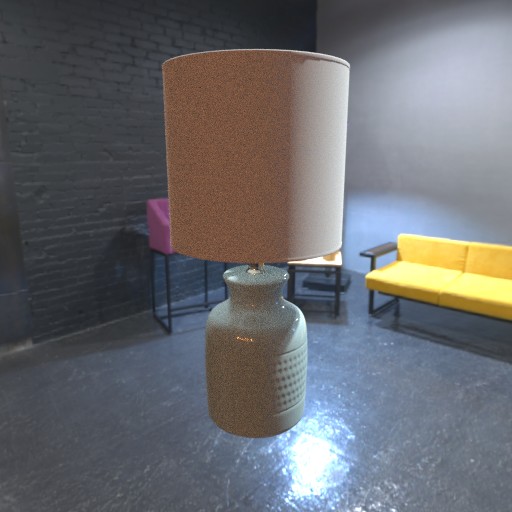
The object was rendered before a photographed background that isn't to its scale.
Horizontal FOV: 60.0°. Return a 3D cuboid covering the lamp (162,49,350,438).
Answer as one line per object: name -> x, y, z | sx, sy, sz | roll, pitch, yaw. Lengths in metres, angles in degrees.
lamp -> 0.000, 0.000, 1.107 | 0.418, 0.871, 0.418 | 13, 19, 43
